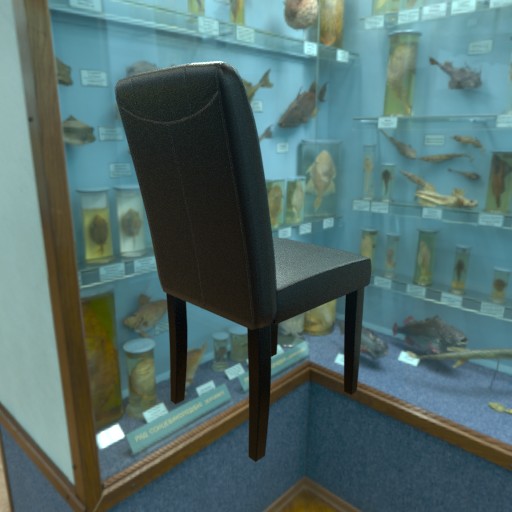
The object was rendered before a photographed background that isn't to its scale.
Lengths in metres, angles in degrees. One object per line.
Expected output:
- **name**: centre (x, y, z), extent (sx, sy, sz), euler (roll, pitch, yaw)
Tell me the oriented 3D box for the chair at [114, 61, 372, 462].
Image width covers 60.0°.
- **chair**: centre (0.000, 0.000, 1.199), extent (0.556, 0.897, 0.399), euler (-15, 21, -43)
